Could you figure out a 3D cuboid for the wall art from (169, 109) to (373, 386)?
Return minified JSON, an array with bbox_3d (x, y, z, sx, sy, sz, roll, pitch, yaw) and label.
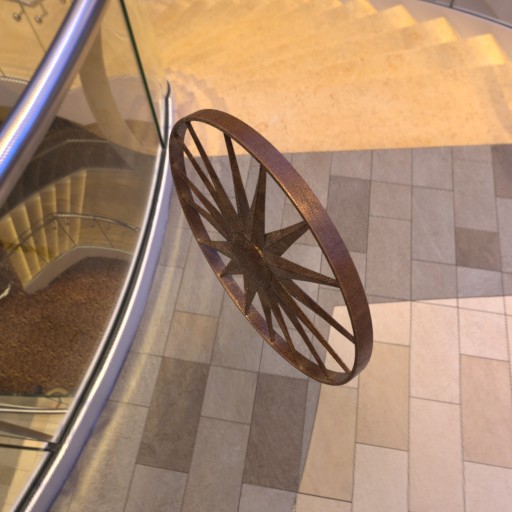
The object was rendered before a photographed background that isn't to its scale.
[{"bbox_3d":[0.000,0.000,0.875,0.084,0.583,0.582,-34,69,-15],"label":"wall art"}]
